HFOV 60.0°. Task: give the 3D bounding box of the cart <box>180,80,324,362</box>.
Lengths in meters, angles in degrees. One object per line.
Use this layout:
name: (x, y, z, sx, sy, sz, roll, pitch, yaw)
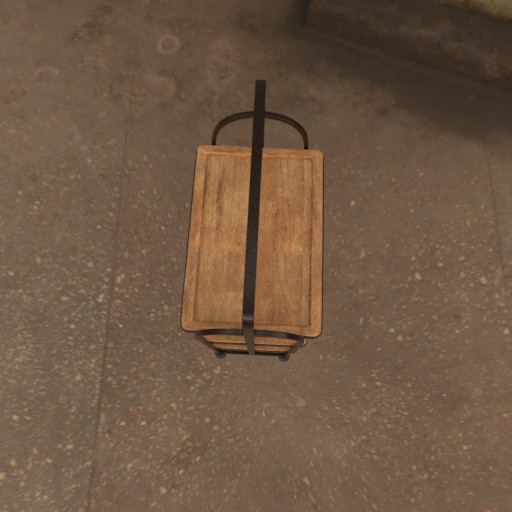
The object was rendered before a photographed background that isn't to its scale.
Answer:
cart: (0.000, 0.000, 1.278, 0.327, 1.001, 0.553, 3, 75, 1)
